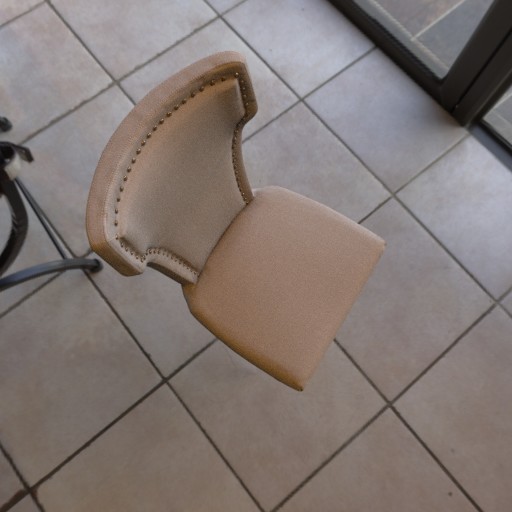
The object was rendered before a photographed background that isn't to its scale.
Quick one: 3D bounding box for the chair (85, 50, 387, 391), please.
[{"bbox_3d":[0.000,0.000,1.286,0.630,0.950,0.526,31,77,8],"label":"chair"}]
